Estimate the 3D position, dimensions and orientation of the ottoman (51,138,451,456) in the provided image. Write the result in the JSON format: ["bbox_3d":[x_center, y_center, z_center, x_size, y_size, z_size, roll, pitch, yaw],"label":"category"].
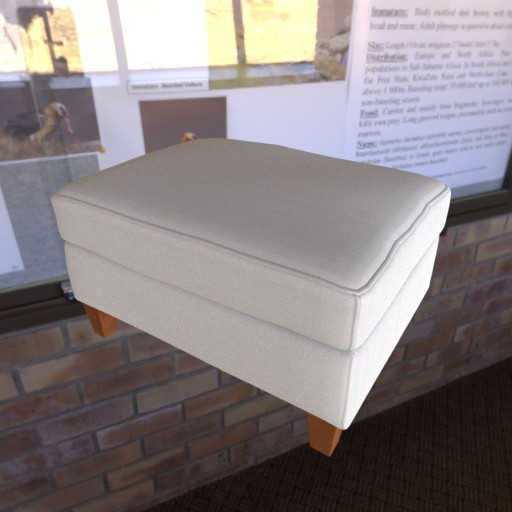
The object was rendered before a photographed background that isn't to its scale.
[{"bbox_3d":[0.000,0.000,1.193,0.818,0.496,0.634,18,34,29],"label":"ottoman"}]
